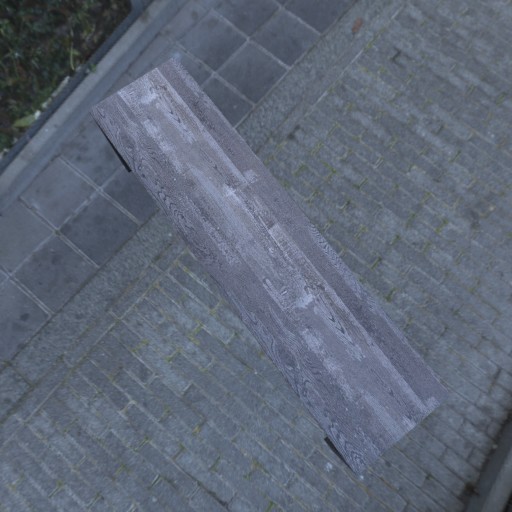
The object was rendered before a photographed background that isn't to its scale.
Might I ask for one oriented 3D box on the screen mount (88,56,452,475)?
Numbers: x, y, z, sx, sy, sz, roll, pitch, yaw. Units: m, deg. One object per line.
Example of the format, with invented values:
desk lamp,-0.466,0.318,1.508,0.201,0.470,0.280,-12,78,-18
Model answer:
screen mount,0.000,0.000,1.709,0.395,0.450,1.524,-36,78,-9
